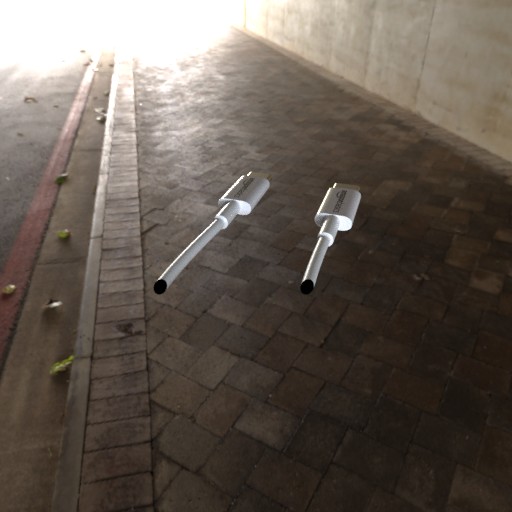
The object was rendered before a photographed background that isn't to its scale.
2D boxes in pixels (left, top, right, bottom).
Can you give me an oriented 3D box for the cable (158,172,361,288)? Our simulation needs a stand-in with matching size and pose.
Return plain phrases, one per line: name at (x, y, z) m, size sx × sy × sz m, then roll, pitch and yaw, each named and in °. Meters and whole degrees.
cable at (0.000, 0.000, 0.111) m, size 0.041 × 0.005 × 0.098 m, roll 10°, pitch 34°, yaw 16°
